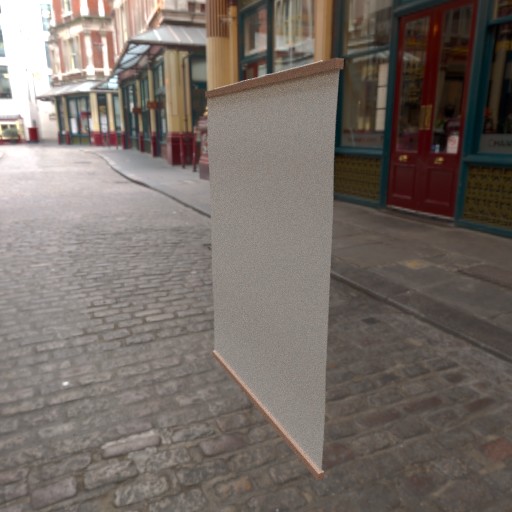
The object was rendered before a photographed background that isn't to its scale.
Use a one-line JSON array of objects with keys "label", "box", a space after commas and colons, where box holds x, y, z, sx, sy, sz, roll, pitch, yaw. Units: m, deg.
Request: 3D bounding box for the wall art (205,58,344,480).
[{"label": "wall art", "box": [0.000, 0.000, 1.343, 0.020, 1.013, 0.758, -7, 17, -25]}]
